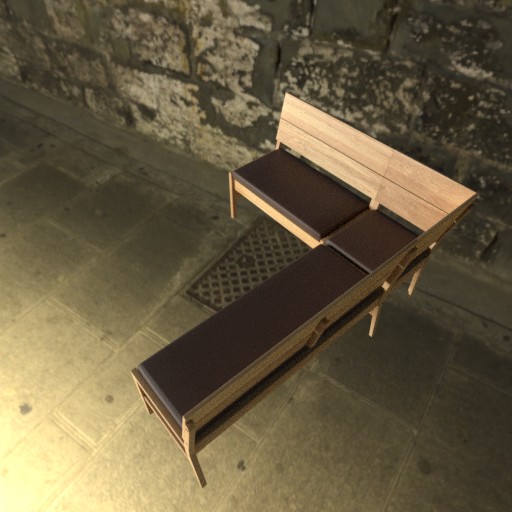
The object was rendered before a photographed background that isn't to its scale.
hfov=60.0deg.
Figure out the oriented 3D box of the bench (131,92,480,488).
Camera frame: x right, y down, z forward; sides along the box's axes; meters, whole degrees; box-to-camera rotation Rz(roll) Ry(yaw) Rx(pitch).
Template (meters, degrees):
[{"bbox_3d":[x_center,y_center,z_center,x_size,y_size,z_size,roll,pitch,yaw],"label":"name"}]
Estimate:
[{"bbox_3d":[0.000,0.000,2.713,1.975,0.890,1.549,-33,55,-27],"label":"bench"}]
